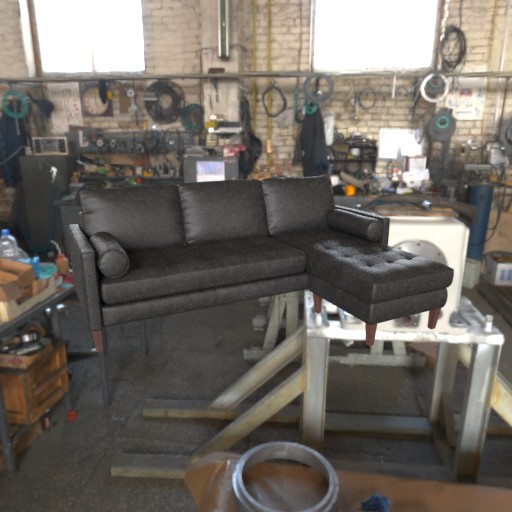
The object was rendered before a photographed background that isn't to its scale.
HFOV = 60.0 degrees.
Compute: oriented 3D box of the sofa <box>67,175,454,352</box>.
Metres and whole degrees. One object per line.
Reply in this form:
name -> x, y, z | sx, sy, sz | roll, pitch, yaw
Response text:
sofa -> 0.000, 0.000, 2.932 | 2.178, 0.876, 1.497 | -8, 18, -26
